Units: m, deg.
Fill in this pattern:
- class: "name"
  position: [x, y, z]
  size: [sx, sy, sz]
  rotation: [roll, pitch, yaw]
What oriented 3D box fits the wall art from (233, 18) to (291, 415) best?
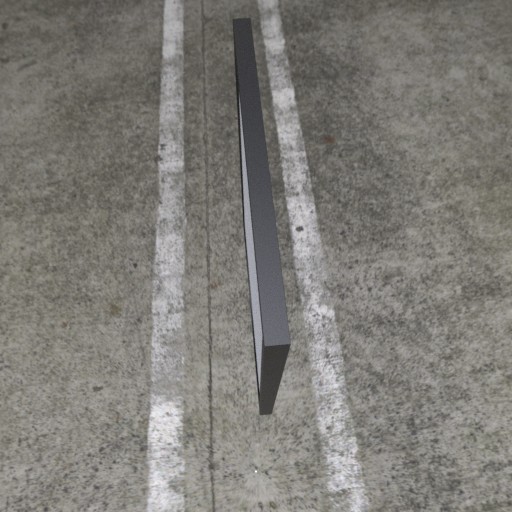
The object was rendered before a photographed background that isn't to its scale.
- class: "wall art"
  position: [0.000, 0.000, 0.541]
  size: [0.018, 0.397, 0.325]
  rotation: [-5, 64, -2]
